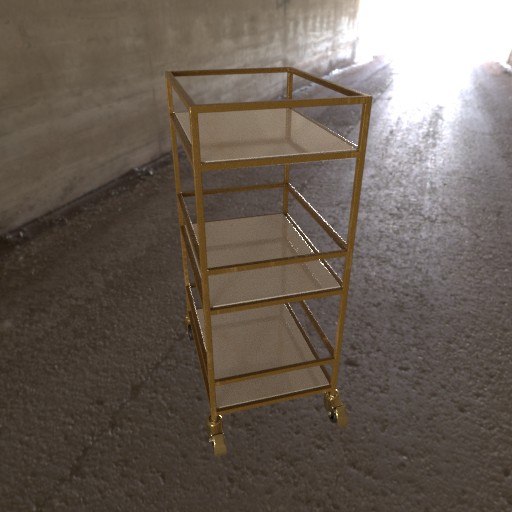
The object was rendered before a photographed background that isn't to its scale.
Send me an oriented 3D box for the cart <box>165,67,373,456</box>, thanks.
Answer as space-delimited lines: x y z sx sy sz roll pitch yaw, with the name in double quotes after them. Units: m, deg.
0.000 0.000 1.038 0.332 0.761 0.483 -8 31 -13 "cart"
